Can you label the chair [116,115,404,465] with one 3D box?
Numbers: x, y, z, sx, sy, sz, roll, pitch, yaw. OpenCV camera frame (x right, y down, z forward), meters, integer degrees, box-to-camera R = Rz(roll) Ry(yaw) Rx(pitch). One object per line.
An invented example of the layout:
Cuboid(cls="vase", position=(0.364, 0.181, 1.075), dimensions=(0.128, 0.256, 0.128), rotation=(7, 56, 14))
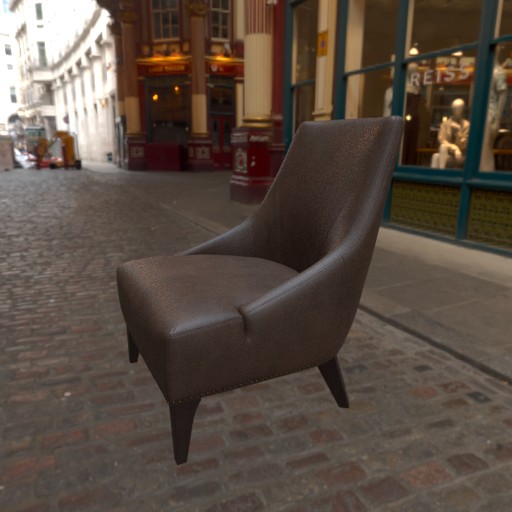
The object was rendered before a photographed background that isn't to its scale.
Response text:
Cuboid(cls="chair", position=(0.000, 0.000, 1.509), dimensions=(0.861, 0.909, 0.701), rotation=(-7, 17, -26))
